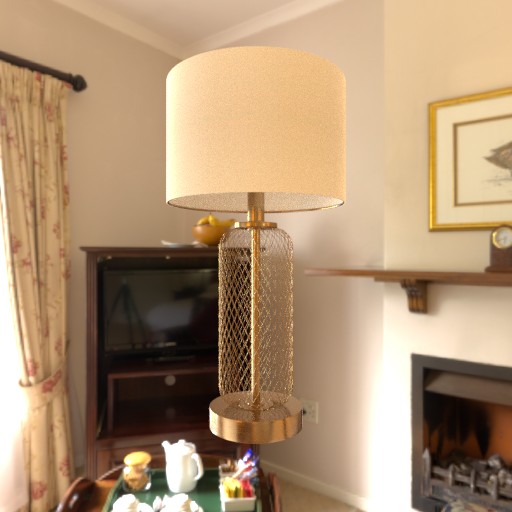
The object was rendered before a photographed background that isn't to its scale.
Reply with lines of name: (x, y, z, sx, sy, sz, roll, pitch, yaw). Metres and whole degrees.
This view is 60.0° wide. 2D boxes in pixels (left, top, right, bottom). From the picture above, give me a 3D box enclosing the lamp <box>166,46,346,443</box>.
lamp: (0.000, 0.000, 0.635, 0.252, 0.483, 0.252, 0, 0, -1)
